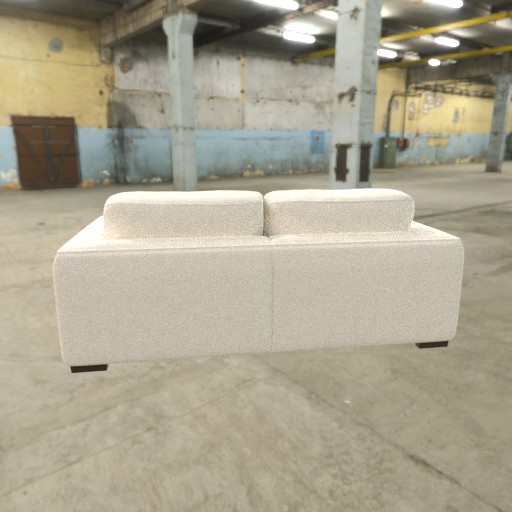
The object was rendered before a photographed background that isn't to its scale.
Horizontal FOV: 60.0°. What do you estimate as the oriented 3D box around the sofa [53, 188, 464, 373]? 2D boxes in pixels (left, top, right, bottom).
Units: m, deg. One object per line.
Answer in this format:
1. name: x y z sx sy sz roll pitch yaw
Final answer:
1. sofa: 0.000 0.000 2.533 1.920 0.801 1.069 -2 14 -8
